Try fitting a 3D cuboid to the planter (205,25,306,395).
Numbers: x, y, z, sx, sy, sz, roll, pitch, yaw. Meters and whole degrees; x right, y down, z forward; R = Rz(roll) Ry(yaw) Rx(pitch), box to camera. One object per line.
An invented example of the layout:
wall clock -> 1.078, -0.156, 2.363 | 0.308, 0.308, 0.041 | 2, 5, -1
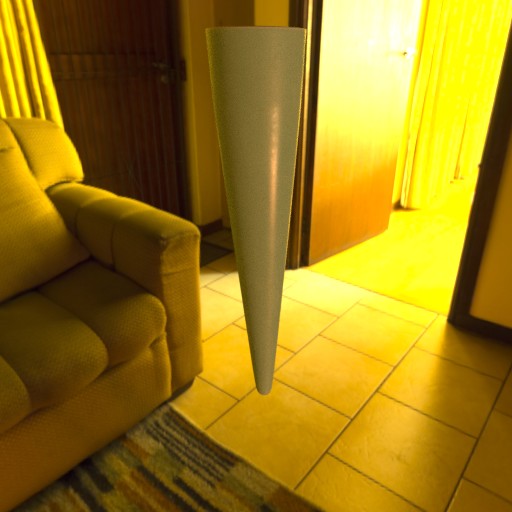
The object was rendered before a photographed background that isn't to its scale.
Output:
planter -> 0.000, 0.000, 0.293 | 0.054, 0.268, 0.055 | 8, 26, 17
